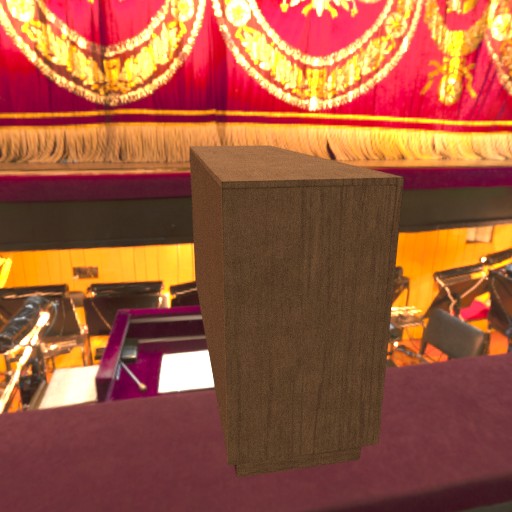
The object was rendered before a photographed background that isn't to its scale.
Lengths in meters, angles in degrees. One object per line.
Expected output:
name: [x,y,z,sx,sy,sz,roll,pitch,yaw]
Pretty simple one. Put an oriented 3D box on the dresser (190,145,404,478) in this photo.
dresser: [0.000,0.000,2.011,0.483,0.889,1.628,-3,17,-10]
